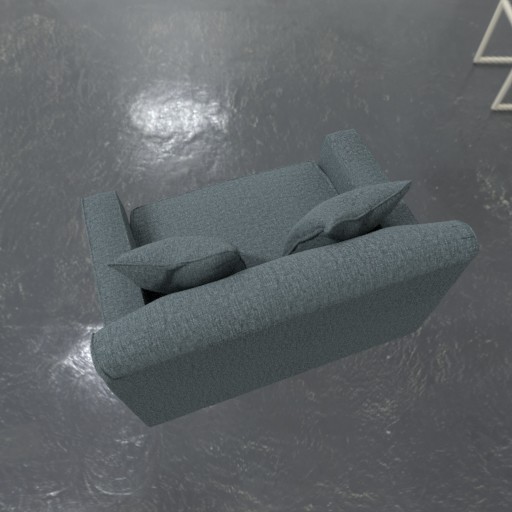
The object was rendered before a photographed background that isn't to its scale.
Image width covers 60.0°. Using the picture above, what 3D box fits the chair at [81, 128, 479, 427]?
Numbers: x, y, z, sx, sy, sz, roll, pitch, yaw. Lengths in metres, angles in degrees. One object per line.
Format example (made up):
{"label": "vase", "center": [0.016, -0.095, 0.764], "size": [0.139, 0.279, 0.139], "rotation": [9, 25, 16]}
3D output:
{"label": "chair", "center": [0.000, 0.000, 2.034], "size": [1.383, 0.948, 1.000], "rotation": [-17, 59, -10]}
